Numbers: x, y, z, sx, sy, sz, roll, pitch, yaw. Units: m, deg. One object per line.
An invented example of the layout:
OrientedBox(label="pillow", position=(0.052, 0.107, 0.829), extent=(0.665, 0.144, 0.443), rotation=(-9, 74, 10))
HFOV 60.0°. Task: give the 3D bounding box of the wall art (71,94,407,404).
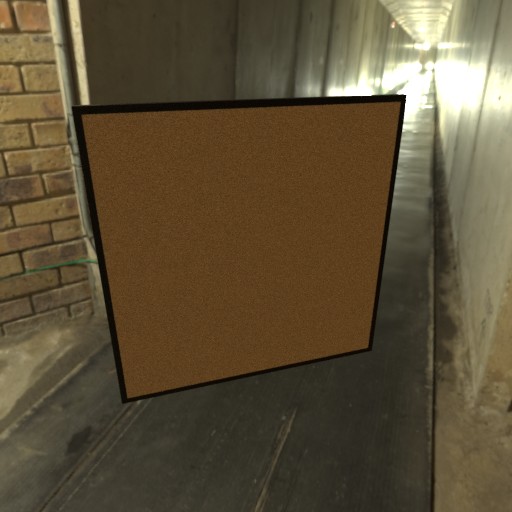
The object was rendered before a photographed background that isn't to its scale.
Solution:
OrientedBox(label="wall art", position=(0.000, 0.000, 0.684), extent=(0.457, 0.458, 0.012), rotation=(-8, 27, -16))
